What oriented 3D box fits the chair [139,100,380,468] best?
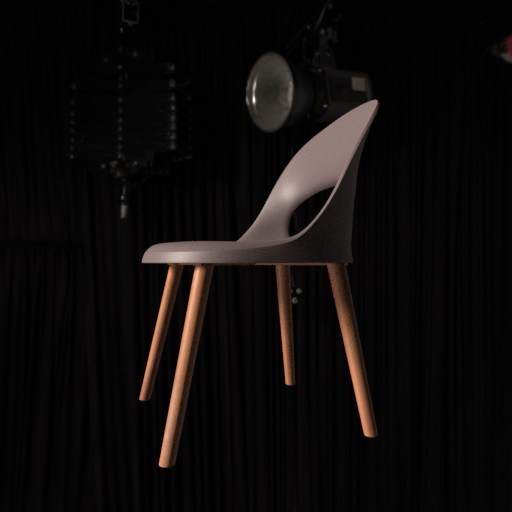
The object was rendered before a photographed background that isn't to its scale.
[{"bbox_3d":[0.000,0.000,1.117,0.556,0.794,0.470,0,-1,-20],"label":"chair"}]
